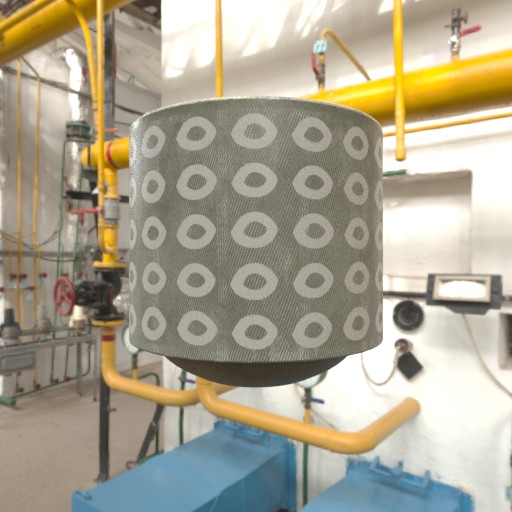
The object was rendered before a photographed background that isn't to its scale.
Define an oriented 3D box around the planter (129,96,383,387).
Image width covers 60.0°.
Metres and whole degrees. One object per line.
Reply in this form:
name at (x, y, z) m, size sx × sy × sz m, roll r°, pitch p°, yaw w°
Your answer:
planter at (0.000, 0.000, 0.345) m, size 0.190 × 0.181 × 0.190 m, roll 0°, pitch 0°, yaw 0°
